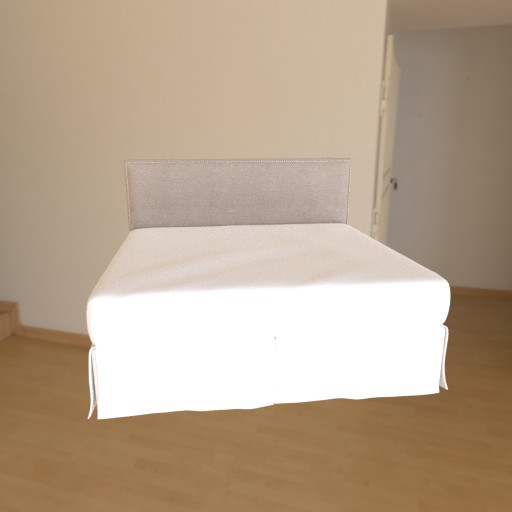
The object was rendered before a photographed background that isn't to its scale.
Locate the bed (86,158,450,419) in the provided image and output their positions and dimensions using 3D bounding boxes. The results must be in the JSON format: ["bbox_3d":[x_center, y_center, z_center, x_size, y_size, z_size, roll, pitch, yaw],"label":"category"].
[{"bbox_3d":[0.000,0.000,3.324,2.170,1.346,1.914,-2,15,-8],"label":"bed"}]
